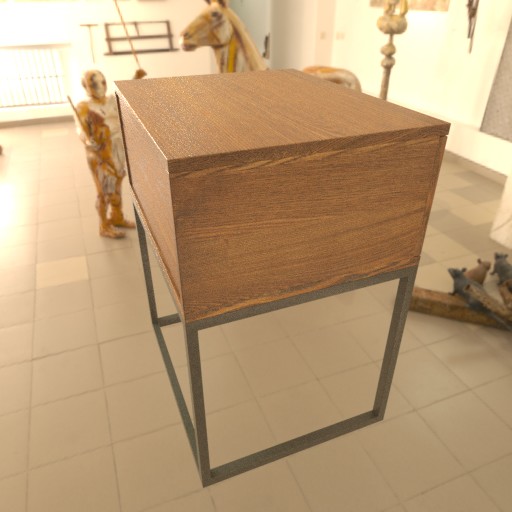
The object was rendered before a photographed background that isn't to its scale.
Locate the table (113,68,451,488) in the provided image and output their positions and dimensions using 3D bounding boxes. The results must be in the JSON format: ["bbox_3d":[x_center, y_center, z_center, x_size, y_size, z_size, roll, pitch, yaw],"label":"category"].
[{"bbox_3d":[0.000,0.000,0.887,0.400,0.610,0.482,-12,34,-19],"label":"table"}]
